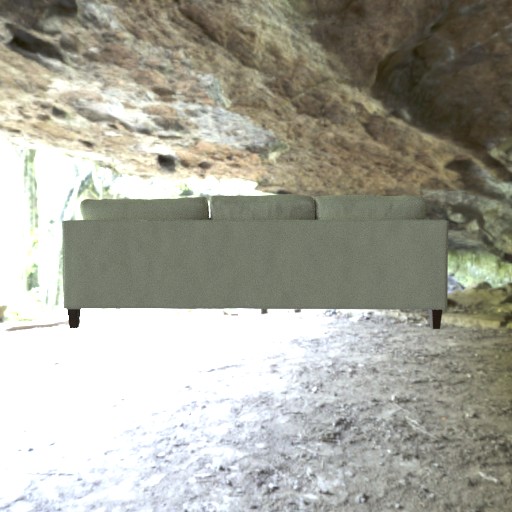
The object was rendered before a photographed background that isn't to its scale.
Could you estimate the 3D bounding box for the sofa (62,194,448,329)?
[{"bbox_3d":[0.000,0.000,4.333,2.432,0.863,3.182,0,1,0],"label":"sofa"}]
